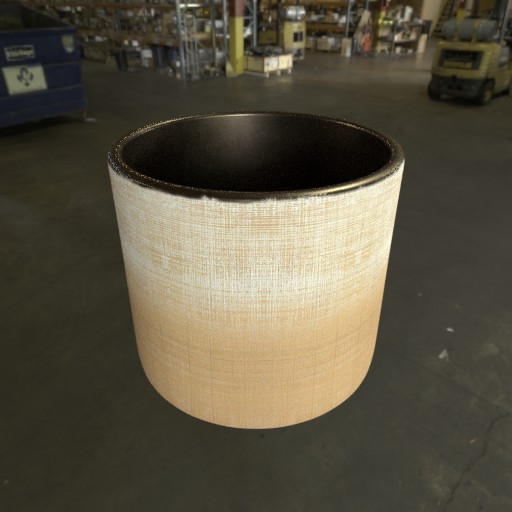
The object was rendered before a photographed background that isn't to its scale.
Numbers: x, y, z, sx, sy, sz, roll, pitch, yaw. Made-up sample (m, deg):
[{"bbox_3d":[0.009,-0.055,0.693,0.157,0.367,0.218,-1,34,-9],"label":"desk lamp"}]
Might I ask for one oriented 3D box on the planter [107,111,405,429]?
[{"bbox_3d":[0.000,0.000,0.385,0.221,0.201,0.221,0,30,0],"label":"planter"}]
